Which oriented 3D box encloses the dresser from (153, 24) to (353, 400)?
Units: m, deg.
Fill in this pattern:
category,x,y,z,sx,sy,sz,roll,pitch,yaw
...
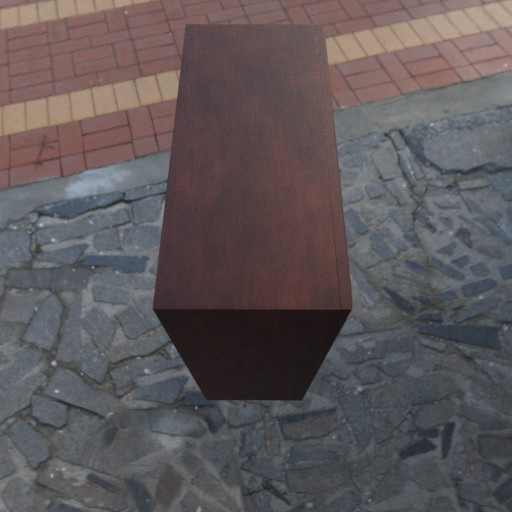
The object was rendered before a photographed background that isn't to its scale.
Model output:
category,x,y,z,sx,sy,sz,roll,pitch,yaw
dresser,0.000,0.000,2.003,0.506,1.514,1.072,0,63,0
